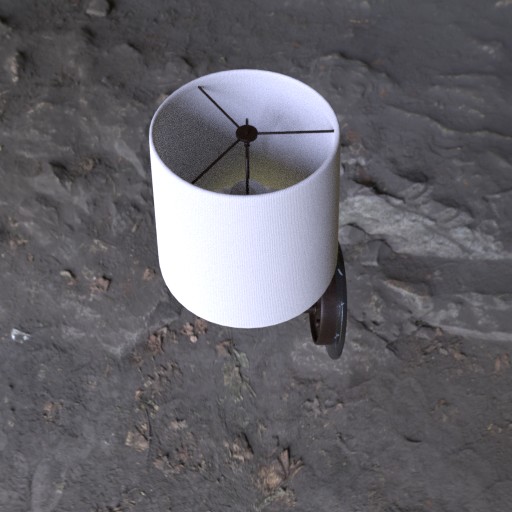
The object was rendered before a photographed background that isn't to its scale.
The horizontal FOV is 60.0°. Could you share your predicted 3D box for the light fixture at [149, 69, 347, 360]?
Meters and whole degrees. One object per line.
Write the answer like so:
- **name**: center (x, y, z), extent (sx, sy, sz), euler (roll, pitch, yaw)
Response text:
- **light fixture**: center (0.000, 0.000, 0.445), extent (0.188, 0.337, 0.168), euler (-1, 58, 0)
